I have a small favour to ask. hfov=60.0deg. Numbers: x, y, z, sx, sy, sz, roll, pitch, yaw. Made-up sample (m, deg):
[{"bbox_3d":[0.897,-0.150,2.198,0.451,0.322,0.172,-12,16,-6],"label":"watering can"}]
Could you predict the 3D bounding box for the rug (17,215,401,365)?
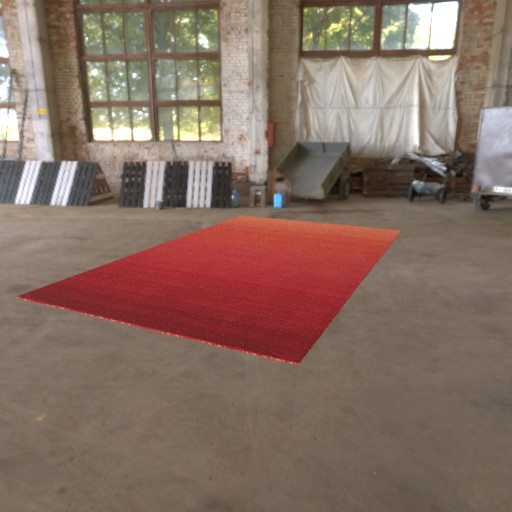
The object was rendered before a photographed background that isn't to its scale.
[{"bbox_3d":[0.000,0.000,2.987,1.531,0.010,2.442,8,18,25],"label":"rug"}]
